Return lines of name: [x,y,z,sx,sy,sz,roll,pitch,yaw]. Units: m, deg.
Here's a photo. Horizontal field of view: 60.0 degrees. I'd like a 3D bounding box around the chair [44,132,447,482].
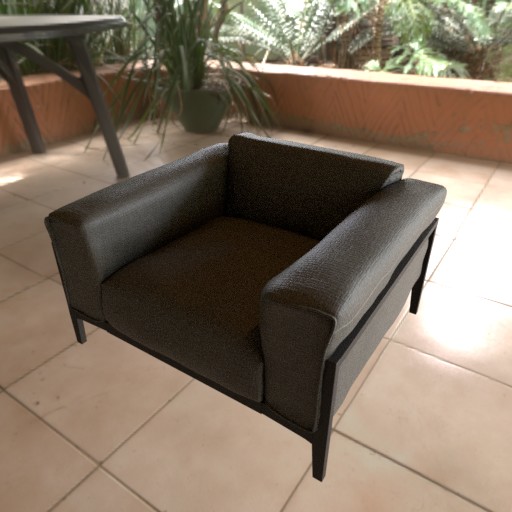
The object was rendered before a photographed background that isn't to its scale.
chair: [0.000,0.000,1.616,1.056,0.646,0.969,18,35,28]
